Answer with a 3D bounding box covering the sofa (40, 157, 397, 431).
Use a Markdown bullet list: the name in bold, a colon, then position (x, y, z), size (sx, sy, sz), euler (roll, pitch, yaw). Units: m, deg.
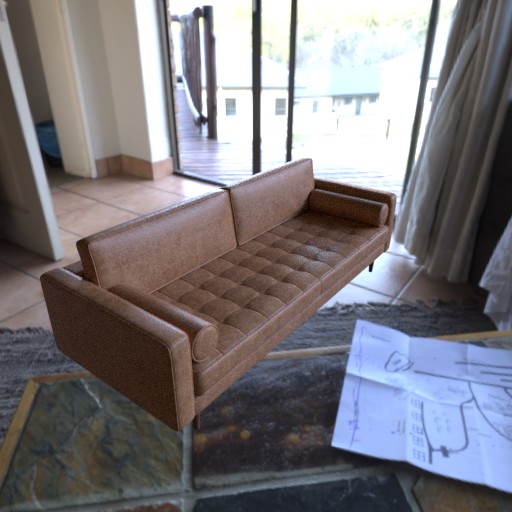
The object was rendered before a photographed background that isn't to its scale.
- **sofa**: position (0.000, 0.000, 2.685), size (0.919, 0.770, 2.200), euler (19, 32, 33)
